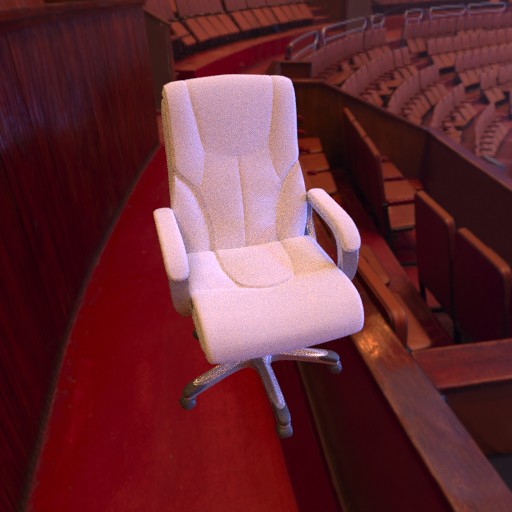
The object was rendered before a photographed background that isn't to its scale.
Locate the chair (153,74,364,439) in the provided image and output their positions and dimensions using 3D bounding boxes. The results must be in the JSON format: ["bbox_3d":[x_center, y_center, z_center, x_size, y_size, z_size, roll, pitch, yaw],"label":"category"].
[{"bbox_3d":[0.000,0.000,1.598,0.687,1.120,0.738,-9,33,-15],"label":"chair"}]
